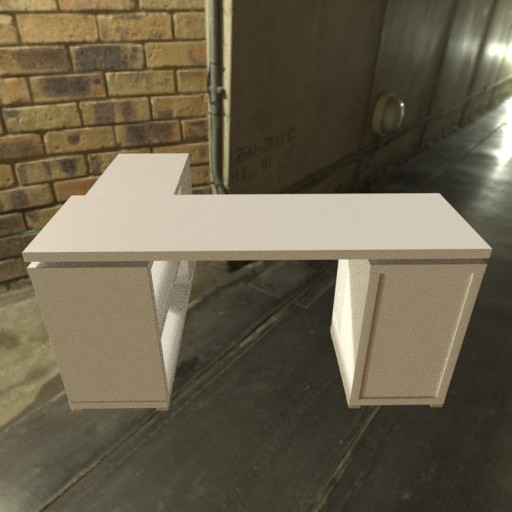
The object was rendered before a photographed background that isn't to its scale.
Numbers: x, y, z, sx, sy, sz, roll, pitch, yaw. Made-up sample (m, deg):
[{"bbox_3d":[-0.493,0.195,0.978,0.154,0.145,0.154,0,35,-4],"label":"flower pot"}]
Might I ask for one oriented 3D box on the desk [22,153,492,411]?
[{"bbox_3d":[0.000,0.000,2.141,1.524,0.753,1.200,0,31,-1],"label":"desk"}]
